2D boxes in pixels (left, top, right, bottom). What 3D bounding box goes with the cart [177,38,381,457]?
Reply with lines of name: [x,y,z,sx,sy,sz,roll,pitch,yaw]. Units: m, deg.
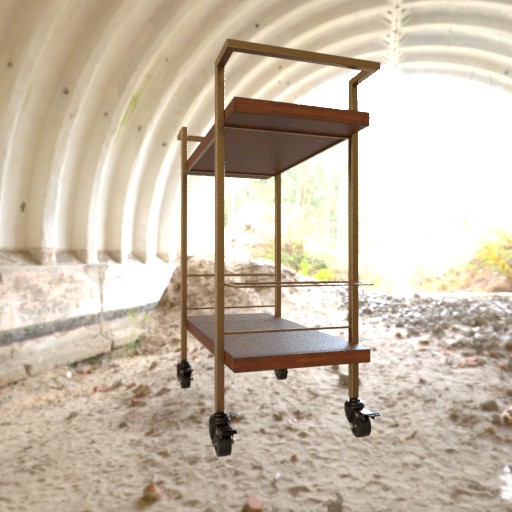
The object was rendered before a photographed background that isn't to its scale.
cart: [0.000,0.000,1.200,0.364,0.807,0.695,0,0,-18]
